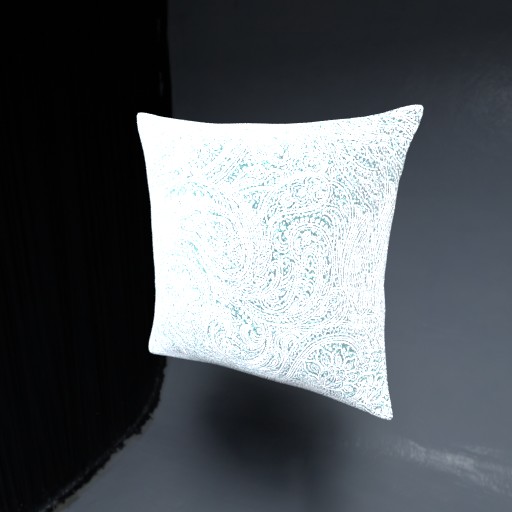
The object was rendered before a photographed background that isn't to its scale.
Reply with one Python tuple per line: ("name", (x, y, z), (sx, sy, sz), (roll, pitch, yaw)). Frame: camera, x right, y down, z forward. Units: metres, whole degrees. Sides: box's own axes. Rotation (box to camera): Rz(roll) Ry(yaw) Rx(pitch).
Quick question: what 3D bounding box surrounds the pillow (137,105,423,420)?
("pillow", (0.000, 0.000, 0.804), (0.526, 0.507, 0.166), (8, 17, 26))
